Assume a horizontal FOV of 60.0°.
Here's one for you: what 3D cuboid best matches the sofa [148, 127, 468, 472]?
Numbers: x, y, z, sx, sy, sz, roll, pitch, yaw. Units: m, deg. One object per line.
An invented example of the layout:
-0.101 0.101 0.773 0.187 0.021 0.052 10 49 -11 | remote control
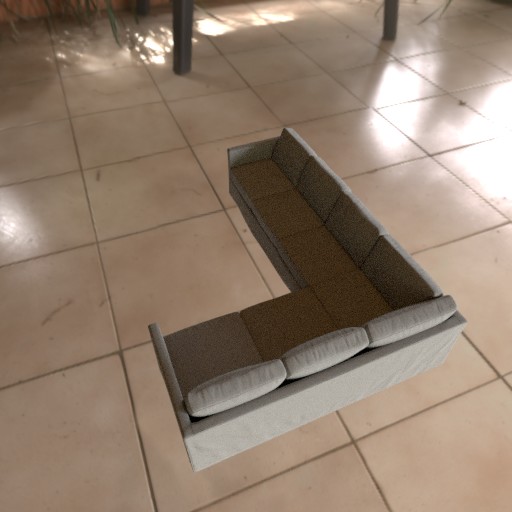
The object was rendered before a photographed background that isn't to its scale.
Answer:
0.000 0.000 4.459 2.432 0.871 3.182 -17 49 -16 | sofa
